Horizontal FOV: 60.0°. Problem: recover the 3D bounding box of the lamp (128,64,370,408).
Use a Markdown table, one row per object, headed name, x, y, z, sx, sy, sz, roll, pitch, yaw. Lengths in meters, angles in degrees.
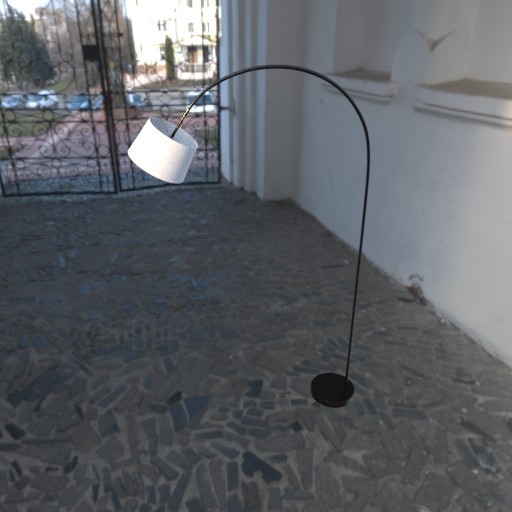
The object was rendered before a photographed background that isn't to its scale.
| name | x | y | z | sx | sy | sz | roll | pitch | yaw |
| --- | --- | --- | --- | --- | --- | --- | --- | --- | --- |
| lamp | 0.000 | 0.000 | 2.653 | 1.363 | 2.104 | 0.331 | 0 | 25 | 0 |
